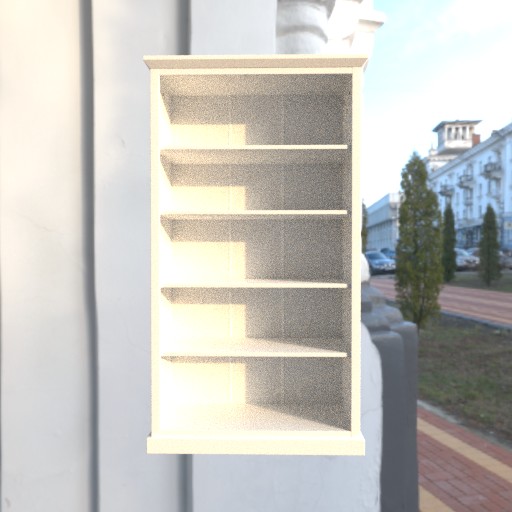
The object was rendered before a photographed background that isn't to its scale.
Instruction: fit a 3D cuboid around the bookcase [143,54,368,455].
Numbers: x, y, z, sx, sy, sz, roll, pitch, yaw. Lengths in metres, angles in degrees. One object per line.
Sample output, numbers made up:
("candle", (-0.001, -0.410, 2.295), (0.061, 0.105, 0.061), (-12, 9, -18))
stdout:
("bookcase", (0.000, 0.000, 2.292), (1.050, 1.880, 0.432), (0, 1, 1))
